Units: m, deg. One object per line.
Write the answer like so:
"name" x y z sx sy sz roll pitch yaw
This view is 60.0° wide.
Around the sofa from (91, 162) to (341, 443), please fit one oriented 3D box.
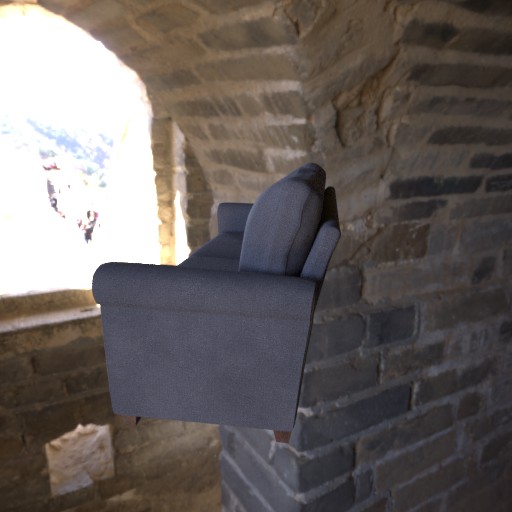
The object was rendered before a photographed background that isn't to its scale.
"sofa" 0.000 0.000 2.397 0.842 0.942 1.935 2 14 9
